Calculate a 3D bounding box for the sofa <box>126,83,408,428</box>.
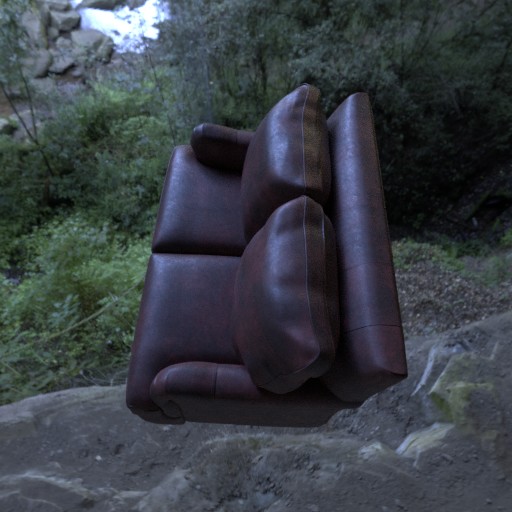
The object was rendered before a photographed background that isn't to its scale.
[{"bbox_3d":[0.000,0.000,2.333,1.148,1.070,1.628,2,59,1],"label":"sofa"}]
